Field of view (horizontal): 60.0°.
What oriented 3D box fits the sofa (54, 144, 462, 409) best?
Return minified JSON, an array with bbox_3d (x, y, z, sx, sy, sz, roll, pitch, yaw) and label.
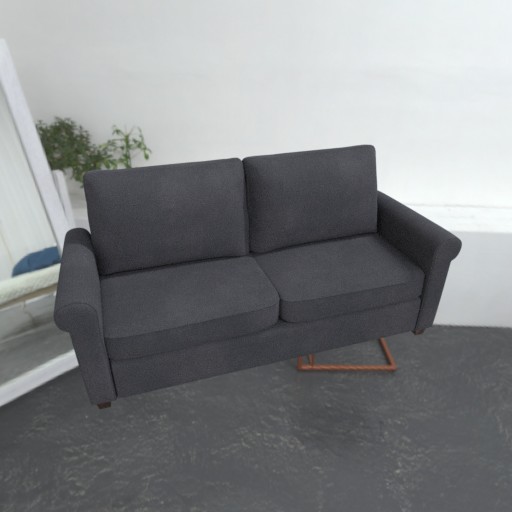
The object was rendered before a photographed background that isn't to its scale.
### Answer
[{"bbox_3d":[0.000,0.000,2.389,1.935,0.942,0.842,-9,31,-15],"label":"sofa"}]
